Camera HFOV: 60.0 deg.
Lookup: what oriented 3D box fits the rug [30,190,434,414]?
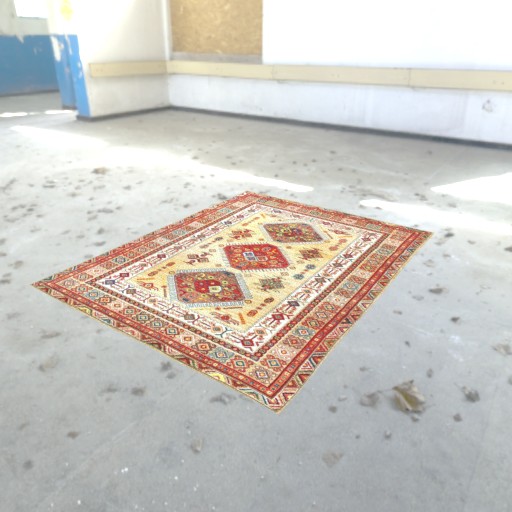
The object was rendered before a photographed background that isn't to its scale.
[{"bbox_3d":[0.000,0.000,4.178,2.460,0.005,3.067,17,31,31],"label":"rug"}]
